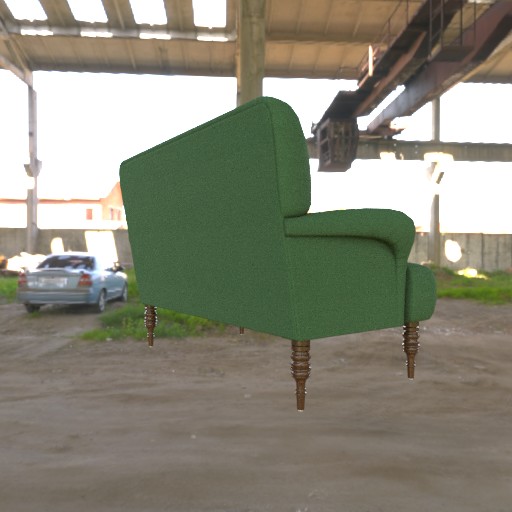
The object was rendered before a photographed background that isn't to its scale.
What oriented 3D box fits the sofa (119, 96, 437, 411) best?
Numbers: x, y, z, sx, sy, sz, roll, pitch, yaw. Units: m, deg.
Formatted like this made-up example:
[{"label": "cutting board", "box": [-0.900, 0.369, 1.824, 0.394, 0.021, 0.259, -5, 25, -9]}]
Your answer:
[{"label": "sofa", "box": [0.000, 0.000, 1.862, 0.779, 0.889, 1.297, 0, 1, -37]}]
